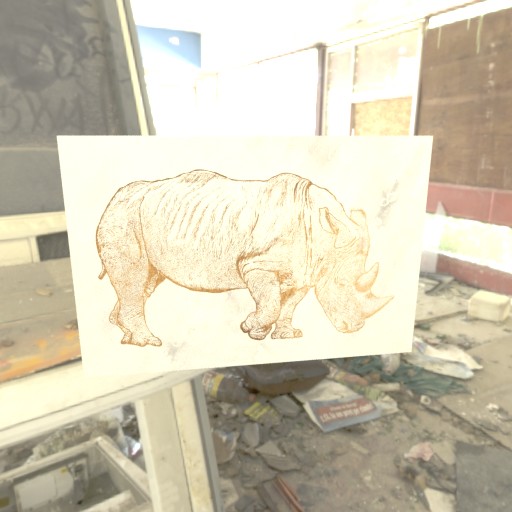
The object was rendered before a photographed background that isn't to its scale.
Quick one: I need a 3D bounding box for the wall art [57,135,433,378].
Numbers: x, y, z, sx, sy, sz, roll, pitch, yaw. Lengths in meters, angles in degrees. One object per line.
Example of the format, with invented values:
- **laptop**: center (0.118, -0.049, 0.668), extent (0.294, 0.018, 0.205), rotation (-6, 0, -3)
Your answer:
- **wall art**: center (0.000, 0.000, 1.166), extent (0.915, 0.610, 0.038), rotation (-2, 15, -9)
